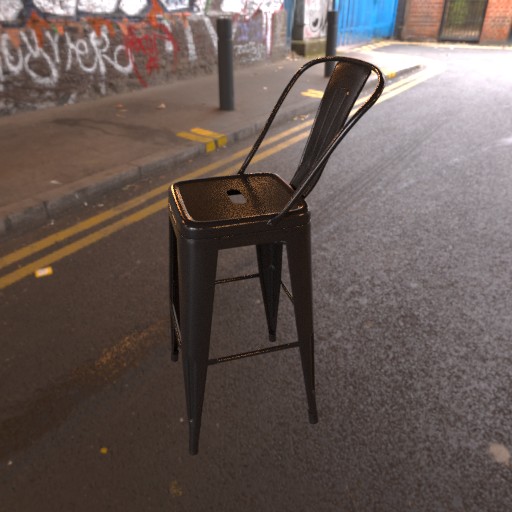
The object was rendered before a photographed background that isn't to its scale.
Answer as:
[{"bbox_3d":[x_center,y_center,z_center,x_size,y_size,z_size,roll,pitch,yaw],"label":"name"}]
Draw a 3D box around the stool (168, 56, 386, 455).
[{"bbox_3d":[0.000,0.000,1.267,0.528,1.022,0.432,-9,31,-14],"label":"stool"}]
